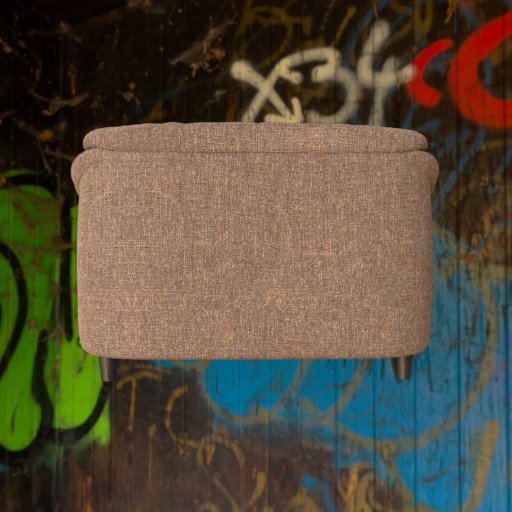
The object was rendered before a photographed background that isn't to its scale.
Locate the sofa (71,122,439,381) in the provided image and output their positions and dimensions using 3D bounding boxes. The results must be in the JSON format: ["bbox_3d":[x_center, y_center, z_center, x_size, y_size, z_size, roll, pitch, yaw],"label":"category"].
[{"bbox_3d":[0.000,0.000,1.857,1.404,0.895,0.799,0,-1,-1],"label":"sofa"}]
